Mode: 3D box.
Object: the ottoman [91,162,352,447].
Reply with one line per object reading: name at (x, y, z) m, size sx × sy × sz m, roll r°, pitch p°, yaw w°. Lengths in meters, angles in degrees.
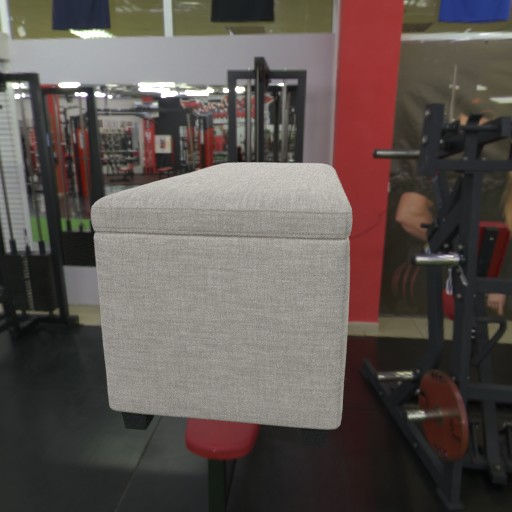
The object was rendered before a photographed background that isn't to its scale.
ottoman at (0.000, 0.000, 1.119) m, size 0.419 × 0.432 × 0.902 m, roll 2°, pitch 15°, yaw 8°
